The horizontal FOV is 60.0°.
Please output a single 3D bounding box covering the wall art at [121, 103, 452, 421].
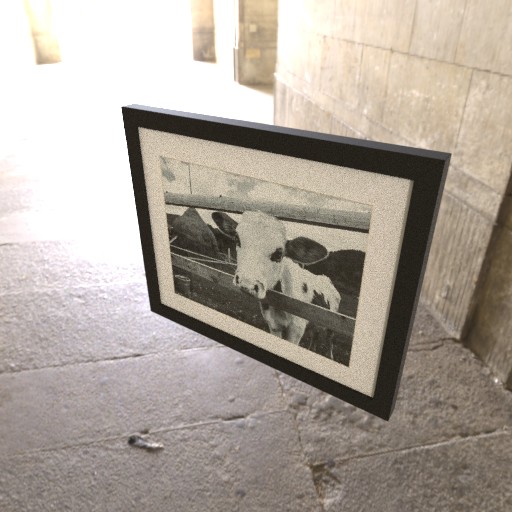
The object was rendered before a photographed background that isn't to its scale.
[{"bbox_3d":[0.000,0.000,0.566,0.404,0.329,0.024,18,35,29],"label":"wall art"}]
